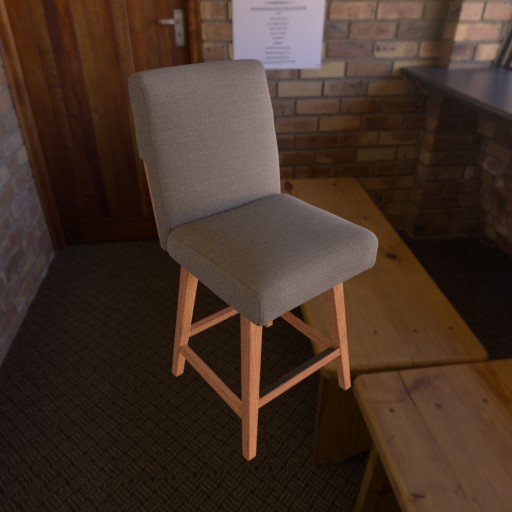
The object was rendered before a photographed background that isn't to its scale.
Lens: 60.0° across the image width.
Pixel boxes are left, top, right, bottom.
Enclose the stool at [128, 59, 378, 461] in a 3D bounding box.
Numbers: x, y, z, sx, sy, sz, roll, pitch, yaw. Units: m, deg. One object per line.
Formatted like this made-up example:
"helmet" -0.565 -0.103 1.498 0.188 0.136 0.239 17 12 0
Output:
"stool" 0.000 0.000 1.333 0.459 1.019 0.570 -23 38 -32
